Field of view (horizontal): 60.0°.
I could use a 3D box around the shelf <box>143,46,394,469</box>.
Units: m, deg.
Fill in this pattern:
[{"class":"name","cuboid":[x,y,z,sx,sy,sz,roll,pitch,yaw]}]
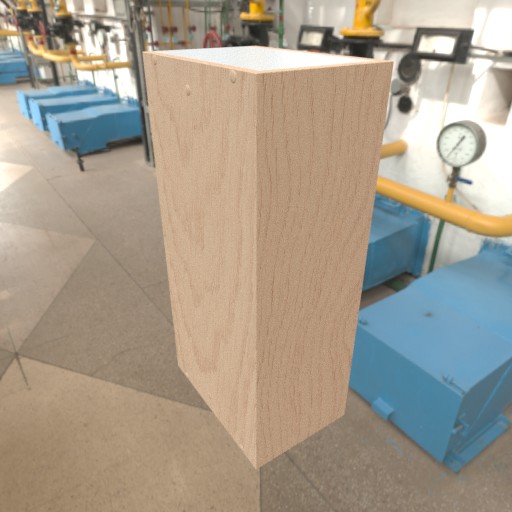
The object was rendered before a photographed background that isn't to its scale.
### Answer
[{"class":"shelf","cuboid":[0.000,0.000,0.726,0.200,0.600,0.290,-18,34,-29]}]
